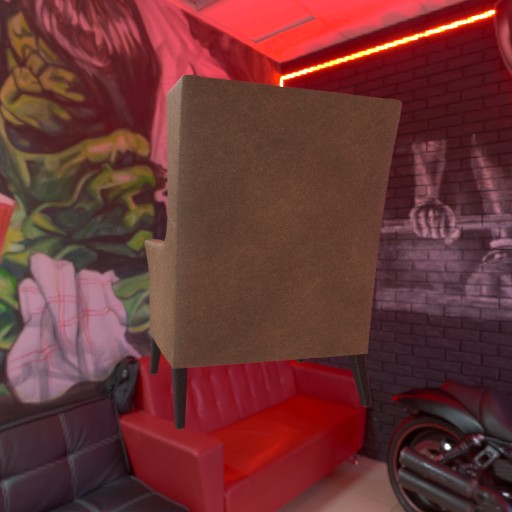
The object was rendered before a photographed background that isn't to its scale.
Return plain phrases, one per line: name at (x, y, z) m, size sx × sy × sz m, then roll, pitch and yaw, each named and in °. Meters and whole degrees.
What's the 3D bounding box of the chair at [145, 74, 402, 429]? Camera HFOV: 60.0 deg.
chair at (0.000, 0.000, 1.750) m, size 0.815 × 1.088 × 0.913 m, roll 0°, pitch 0°, yaw -18°
